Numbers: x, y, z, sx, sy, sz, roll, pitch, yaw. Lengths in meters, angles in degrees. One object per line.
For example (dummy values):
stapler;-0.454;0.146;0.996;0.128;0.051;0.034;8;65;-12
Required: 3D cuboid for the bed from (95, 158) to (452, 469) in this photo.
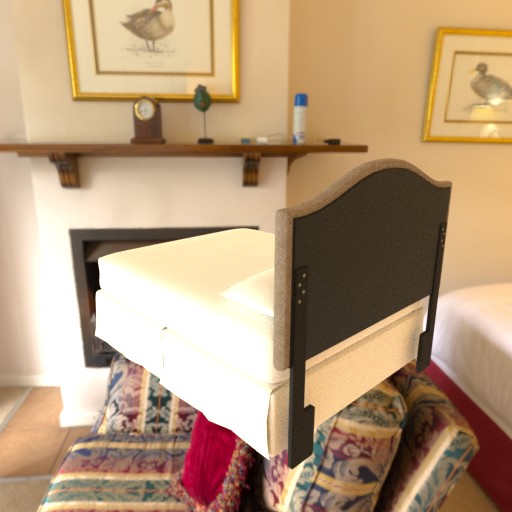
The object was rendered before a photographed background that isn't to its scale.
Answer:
bed;0.000;0.000;3.305;1.713;1.518;2.153;-15;22;-41
